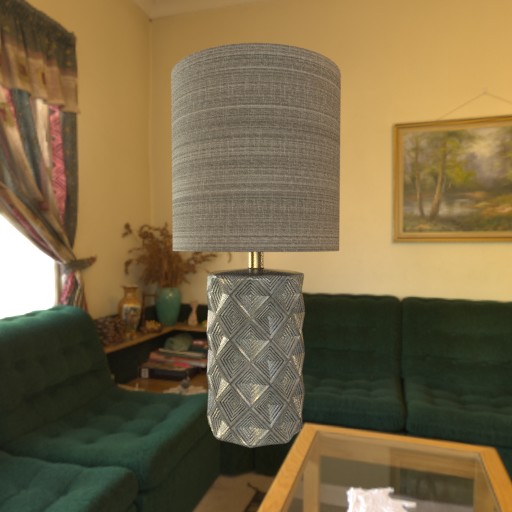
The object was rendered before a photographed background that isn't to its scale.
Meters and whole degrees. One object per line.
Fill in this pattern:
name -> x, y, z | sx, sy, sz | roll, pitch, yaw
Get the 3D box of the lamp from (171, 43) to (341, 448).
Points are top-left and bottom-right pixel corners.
lamp -> 0.000, 0.000, 0.722 | 0.268, 0.566, 0.269 | 0, 1, 1
